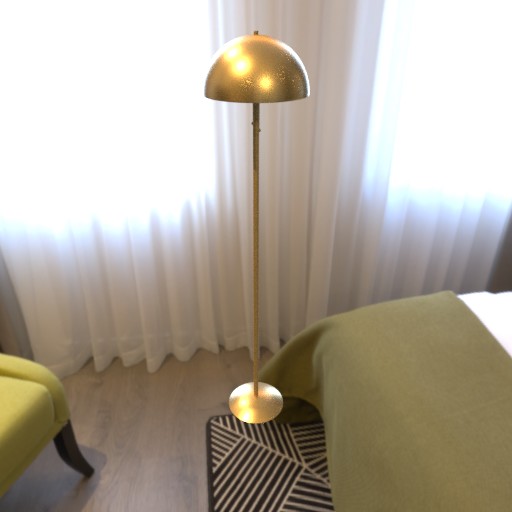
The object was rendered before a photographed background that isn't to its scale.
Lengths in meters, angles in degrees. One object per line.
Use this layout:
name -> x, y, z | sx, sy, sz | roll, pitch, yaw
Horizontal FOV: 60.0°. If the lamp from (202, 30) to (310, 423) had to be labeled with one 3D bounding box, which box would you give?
lamp -> 0.000, 0.000, 1.633 | 0.328, 1.480, 0.328 | -20, 34, -33
